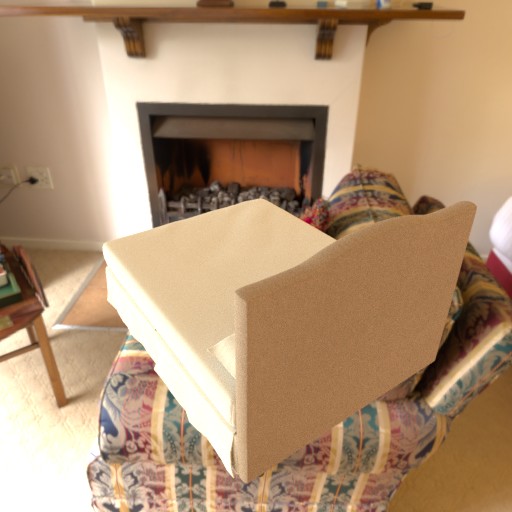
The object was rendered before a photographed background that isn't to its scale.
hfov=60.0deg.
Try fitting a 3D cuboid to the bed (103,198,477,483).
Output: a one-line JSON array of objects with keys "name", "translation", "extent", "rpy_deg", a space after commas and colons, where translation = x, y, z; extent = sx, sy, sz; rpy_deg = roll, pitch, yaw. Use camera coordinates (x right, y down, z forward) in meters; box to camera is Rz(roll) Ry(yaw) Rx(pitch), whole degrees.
[{"name": "bed", "translation": [0.000, 0.000, 3.392], "extent": [1.821, 1.436, 2.282], "rpy_deg": [-20, 36, -29]}]
